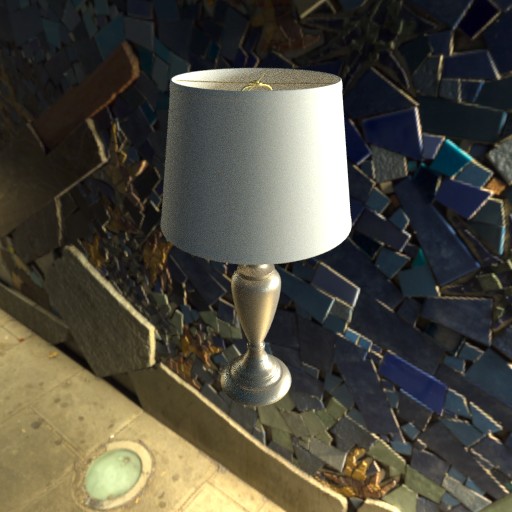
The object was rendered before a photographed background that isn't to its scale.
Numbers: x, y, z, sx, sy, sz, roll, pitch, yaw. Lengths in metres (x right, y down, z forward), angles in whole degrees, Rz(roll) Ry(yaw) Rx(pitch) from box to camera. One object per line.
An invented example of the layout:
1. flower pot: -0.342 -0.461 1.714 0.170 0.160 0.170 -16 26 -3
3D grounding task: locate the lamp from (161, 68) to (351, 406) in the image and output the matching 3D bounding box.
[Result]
1. lamp: 0.000 0.000 0.814 0.328 0.612 0.328 0 29 0
